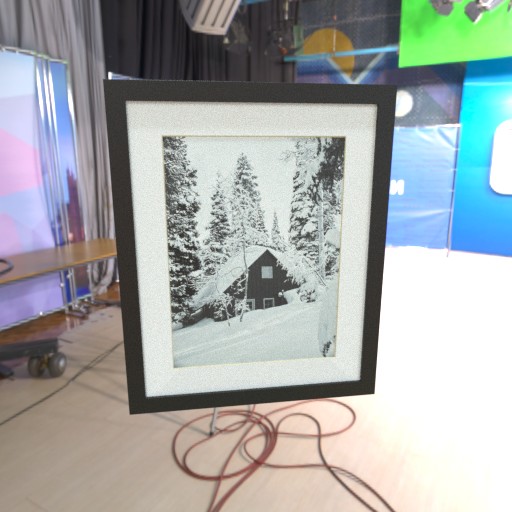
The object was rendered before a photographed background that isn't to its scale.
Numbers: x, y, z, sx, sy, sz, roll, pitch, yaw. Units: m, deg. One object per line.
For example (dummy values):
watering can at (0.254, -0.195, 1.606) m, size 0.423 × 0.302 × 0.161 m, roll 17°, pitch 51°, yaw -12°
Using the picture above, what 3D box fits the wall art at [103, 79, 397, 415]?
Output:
wall art at (0.000, 0.000, 0.542) m, size 0.325 × 0.397 × 0.018 m, roll -2°, pitch 14°, yaw -8°
